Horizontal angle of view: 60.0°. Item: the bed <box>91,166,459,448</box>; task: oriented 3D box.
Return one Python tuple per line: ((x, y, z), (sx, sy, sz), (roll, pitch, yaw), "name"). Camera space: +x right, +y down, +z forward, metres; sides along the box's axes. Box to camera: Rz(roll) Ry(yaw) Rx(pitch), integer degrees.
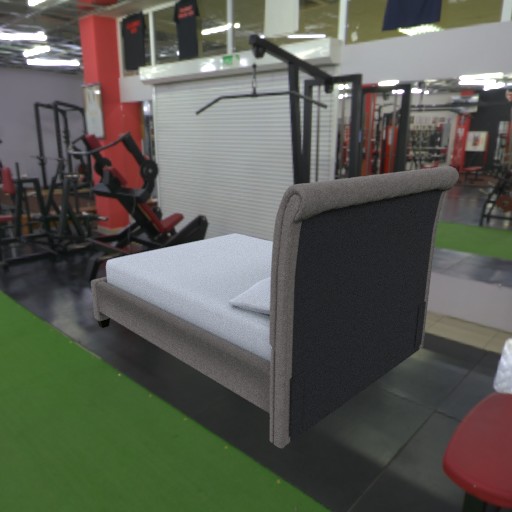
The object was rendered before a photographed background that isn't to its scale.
((0.000, 0.000, 3.373), (1.645, 1.371, 2.252), (-15, 21, -43), "bed")
